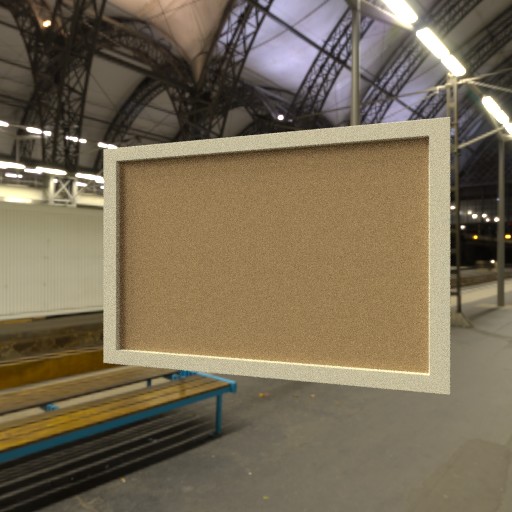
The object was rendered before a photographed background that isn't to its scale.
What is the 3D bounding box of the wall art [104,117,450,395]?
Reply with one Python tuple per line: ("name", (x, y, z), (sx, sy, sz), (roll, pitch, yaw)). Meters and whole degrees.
("wall art", (0.000, 0.000, 1.422), (1.144, 0.767, 0.038), (0, 0, 19))
